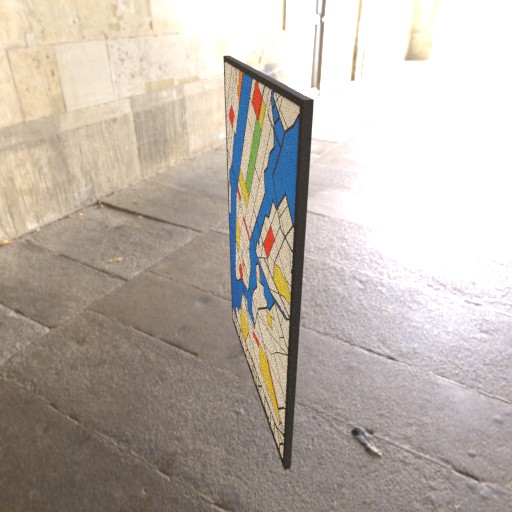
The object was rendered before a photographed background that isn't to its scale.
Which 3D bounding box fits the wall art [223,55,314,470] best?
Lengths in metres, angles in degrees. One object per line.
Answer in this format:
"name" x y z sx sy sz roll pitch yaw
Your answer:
"wall art" 0.000 0.000 0.847 0.013 0.657 0.457 -8 31 -13
